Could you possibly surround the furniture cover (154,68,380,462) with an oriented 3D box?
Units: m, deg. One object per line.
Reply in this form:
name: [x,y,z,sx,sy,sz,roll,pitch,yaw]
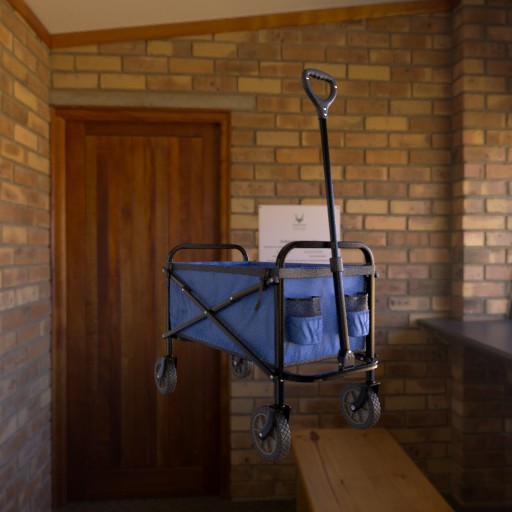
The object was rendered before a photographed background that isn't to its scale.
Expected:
furniture cover: [0.000,0.000,1.846,0.532,1.295,1.038,-1,1,-36]
